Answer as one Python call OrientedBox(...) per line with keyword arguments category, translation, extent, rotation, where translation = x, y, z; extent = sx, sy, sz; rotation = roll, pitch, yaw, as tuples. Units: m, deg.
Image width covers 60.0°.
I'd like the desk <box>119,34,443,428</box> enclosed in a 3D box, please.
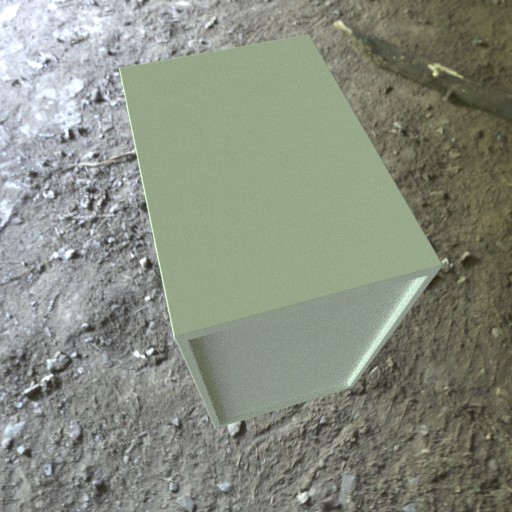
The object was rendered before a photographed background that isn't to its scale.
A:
OrientedBox(category="desk", translation=(0.000, 0.000, 1.088), extent=(0.404, 0.730, 0.600), rotation=(-14, 60, -8))
